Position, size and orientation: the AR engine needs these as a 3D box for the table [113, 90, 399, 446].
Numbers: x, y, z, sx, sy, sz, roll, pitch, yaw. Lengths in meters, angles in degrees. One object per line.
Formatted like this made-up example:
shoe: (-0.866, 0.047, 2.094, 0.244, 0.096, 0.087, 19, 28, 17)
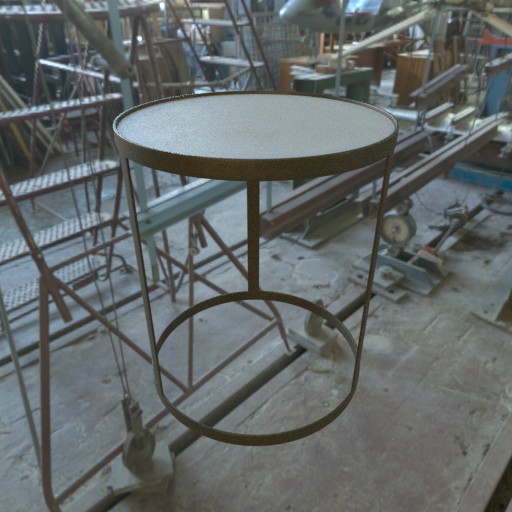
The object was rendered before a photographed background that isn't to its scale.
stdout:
table: (0.000, 0.000, 0.913, 0.480, 0.565, 0.480, 0, 30, 0)
